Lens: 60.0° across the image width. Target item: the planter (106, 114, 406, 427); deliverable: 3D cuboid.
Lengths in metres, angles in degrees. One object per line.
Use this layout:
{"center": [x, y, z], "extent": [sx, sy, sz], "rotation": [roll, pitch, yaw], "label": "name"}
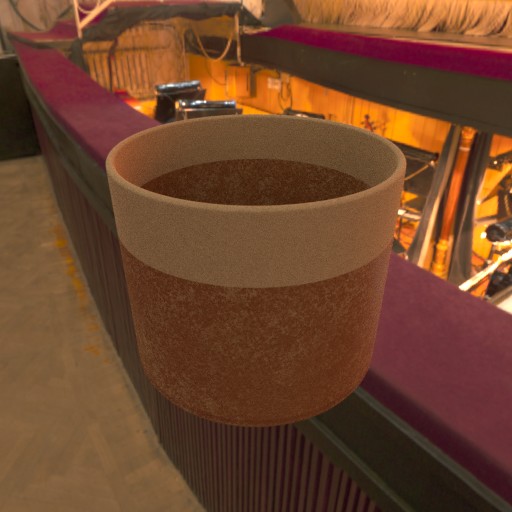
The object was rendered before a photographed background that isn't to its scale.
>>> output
{"center": [0.000, 0.000, 0.277], "extent": [0.159, 0.138, 0.159], "rotation": [0, 31, 0], "label": "planter"}
